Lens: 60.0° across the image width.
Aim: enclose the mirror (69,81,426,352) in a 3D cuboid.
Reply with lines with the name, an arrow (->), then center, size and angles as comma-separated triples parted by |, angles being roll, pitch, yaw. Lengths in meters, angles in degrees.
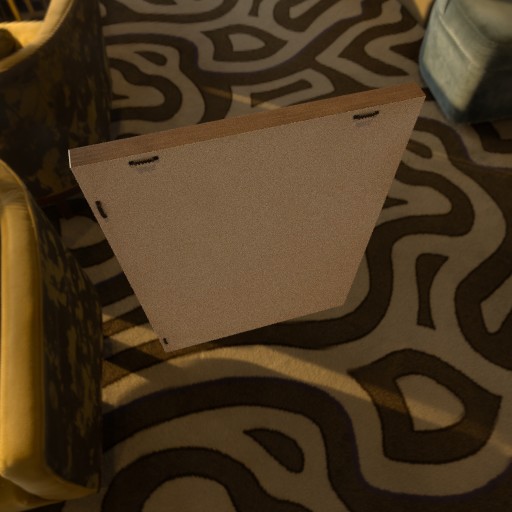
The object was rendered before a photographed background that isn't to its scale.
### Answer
mirror -> 0.000, 0.000, 0.918 | 0.508, 0.711, 0.039 | -14, 60, -8
